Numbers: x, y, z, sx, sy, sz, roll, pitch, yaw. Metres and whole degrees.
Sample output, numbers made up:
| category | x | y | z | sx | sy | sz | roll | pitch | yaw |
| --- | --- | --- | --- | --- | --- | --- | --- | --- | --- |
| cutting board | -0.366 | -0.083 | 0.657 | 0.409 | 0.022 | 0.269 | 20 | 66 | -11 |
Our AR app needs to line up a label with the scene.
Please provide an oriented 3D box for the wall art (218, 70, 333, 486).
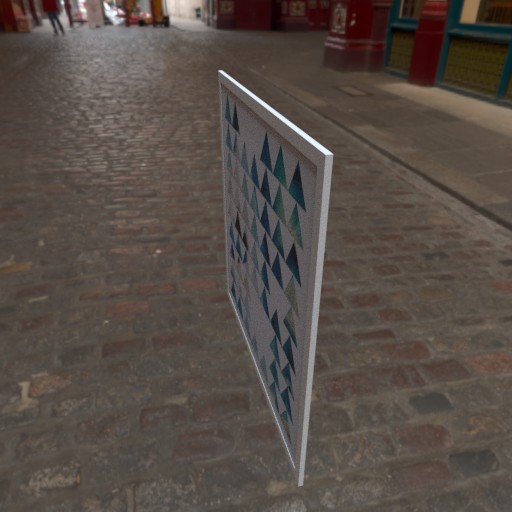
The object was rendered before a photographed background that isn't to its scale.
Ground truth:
| category | x | y | z | sx | sy | sz | roll | pitch | yaw |
| --- | --- | --- | --- | --- | --- | --- | --- | --- | --- |
| wall art | 0.000 | 0.000 | 0.666 | 0.007 | 0.456 | 0.456 | -8 | 32 | -13 |
